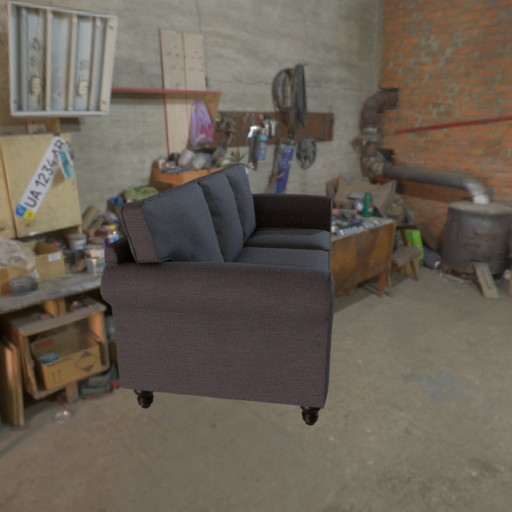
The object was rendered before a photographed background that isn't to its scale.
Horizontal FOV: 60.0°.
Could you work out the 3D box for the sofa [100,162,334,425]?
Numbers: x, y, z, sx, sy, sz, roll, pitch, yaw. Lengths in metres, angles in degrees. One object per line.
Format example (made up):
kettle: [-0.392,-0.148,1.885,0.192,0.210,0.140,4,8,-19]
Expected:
sofa: [0.000,0.000,2.672,0.909,0.966,2.084,3,16,9]
